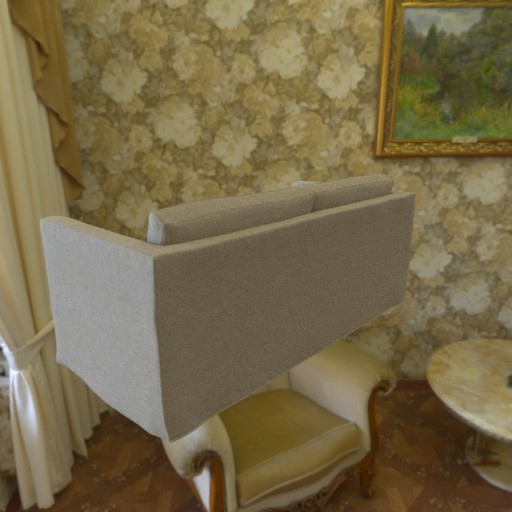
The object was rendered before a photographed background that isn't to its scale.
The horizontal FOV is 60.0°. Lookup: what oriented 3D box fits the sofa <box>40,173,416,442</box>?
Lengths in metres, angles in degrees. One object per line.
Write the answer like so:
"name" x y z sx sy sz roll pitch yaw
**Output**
"sofa" 0.000 0.000 2.486 0.956 0.847 1.987 15 22 41
